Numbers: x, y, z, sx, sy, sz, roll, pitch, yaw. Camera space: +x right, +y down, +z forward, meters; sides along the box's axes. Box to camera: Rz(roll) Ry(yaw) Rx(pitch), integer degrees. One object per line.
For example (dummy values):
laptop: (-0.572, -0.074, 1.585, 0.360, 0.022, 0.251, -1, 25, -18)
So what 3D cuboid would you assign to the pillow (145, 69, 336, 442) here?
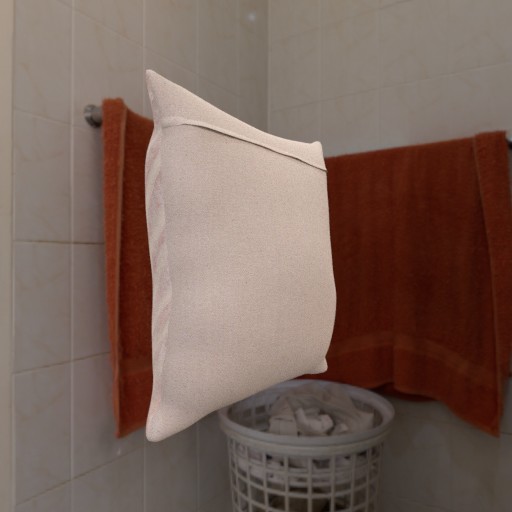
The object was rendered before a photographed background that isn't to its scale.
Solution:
pillow: (0.000, 0.000, 0.684, 0.182, 0.441, 0.440, 0, 0, 35)
